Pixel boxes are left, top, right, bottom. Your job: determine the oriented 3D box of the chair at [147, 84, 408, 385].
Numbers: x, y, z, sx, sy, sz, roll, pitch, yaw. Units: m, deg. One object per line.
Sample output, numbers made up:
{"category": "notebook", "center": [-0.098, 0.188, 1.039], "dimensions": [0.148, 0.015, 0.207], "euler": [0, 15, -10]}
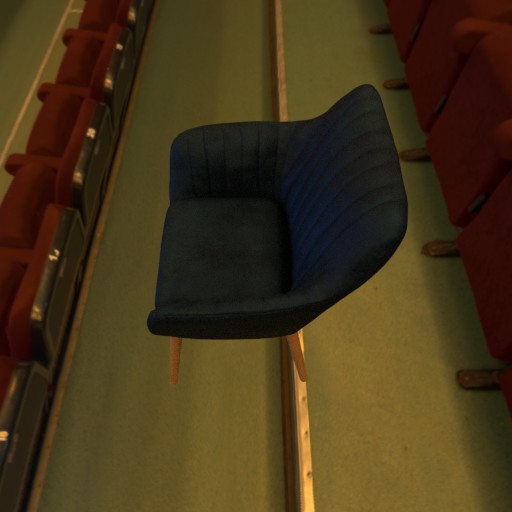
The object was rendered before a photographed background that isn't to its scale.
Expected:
{"category": "chair", "center": [0.000, 0.000, 1.229], "dimensions": [0.573, 0.826, 0.578], "euler": [-1, 57, 0]}
